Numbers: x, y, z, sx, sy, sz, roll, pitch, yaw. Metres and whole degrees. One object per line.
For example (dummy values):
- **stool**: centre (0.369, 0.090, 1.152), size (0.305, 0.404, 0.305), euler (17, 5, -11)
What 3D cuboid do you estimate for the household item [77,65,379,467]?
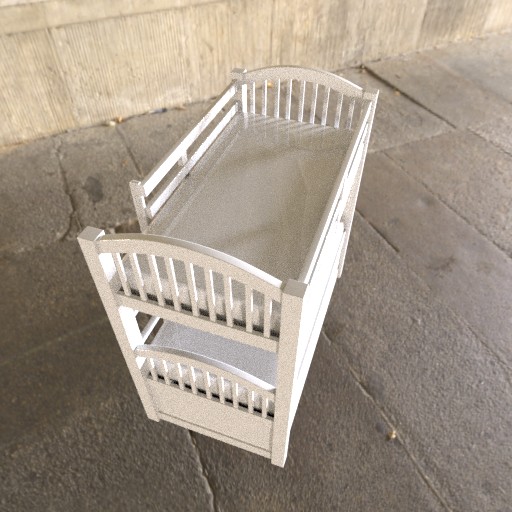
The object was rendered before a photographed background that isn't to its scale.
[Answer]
- **household item**: centre (0.000, 0.000, 3.282), size (1.143, 2.032, 2.032), euler (14, 47, 14)
